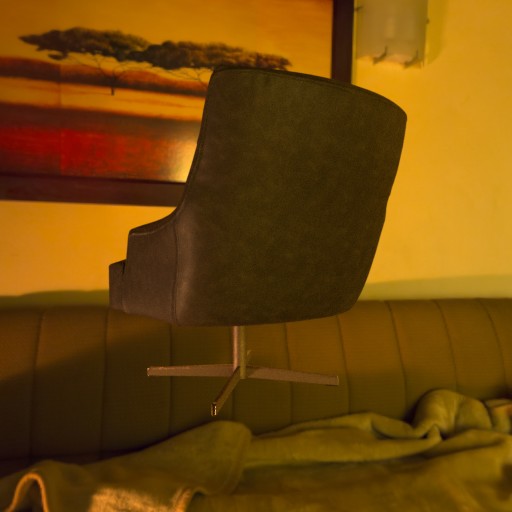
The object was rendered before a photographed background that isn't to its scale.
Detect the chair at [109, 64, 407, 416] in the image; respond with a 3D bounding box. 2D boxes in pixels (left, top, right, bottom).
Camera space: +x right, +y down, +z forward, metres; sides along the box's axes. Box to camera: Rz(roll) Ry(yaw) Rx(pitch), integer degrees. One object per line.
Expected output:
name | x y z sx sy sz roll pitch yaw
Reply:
chair | 0.000 0.000 1.453 0.738 0.870 0.874 -1 1 -35
